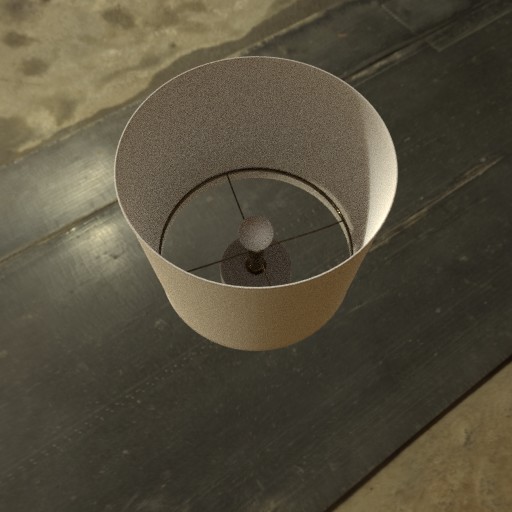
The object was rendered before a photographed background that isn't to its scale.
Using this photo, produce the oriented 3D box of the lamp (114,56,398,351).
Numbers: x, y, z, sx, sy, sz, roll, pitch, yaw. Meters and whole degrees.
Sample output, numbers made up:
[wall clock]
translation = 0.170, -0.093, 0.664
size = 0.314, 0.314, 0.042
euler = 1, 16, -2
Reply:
[lamp]
translation = 0.000, 0.000, 0.532
size = 0.229, 0.380, 0.229
euler = 0, 65, 0
